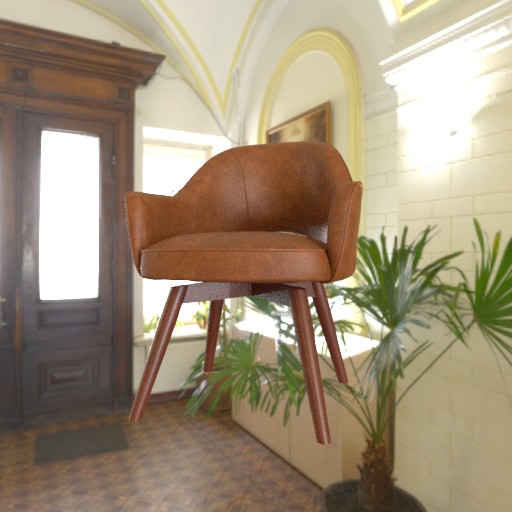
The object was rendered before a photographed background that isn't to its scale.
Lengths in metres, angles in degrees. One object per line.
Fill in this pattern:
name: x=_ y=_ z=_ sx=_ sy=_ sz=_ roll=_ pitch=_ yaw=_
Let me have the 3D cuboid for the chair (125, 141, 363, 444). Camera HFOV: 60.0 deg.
chair: x=0.000 y=0.000 z=1.231 sx=0.591 sy=0.777 sz=0.640 roll=0 pitch=0 yaw=16
